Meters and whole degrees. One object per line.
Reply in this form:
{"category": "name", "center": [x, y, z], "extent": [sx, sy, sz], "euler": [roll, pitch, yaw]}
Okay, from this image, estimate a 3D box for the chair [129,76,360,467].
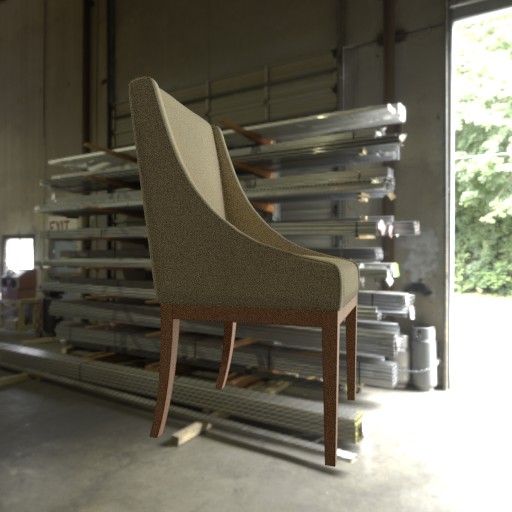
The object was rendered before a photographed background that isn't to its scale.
{"category": "chair", "center": [0.000, 0.000, 1.420], "extent": [0.611, 1.021, 0.575], "euler": [0, 0, 18]}
